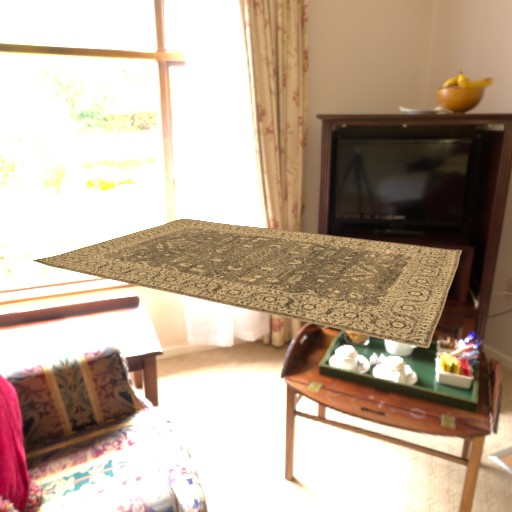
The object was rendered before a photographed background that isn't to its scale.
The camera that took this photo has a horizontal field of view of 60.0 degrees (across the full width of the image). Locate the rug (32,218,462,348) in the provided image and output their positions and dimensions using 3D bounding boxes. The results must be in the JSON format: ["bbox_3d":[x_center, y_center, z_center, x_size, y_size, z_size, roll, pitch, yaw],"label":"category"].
[{"bbox_3d":[0.000,0.000,2.244,1.828,0.019,1.209,9,19,27],"label":"rug"}]
